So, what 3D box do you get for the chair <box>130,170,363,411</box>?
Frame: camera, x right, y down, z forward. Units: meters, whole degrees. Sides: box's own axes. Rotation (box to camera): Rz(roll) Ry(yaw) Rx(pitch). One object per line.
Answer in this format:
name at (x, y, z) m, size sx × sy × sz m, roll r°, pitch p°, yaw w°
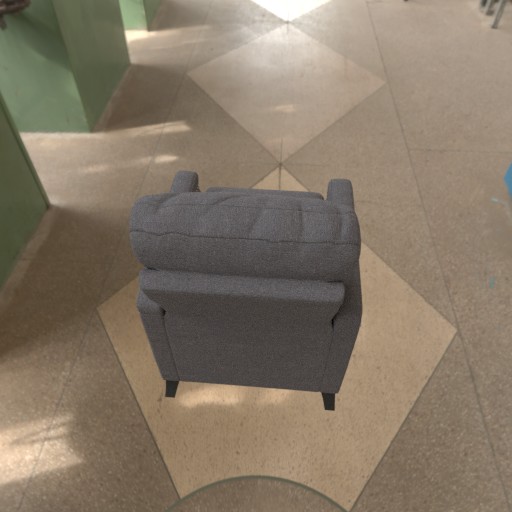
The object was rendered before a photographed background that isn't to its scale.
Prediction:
chair at (0.000, 0.000, 1.625) m, size 0.710 × 1.049 × 0.922 m, roll 4°, pitch 48°, yaw 3°
